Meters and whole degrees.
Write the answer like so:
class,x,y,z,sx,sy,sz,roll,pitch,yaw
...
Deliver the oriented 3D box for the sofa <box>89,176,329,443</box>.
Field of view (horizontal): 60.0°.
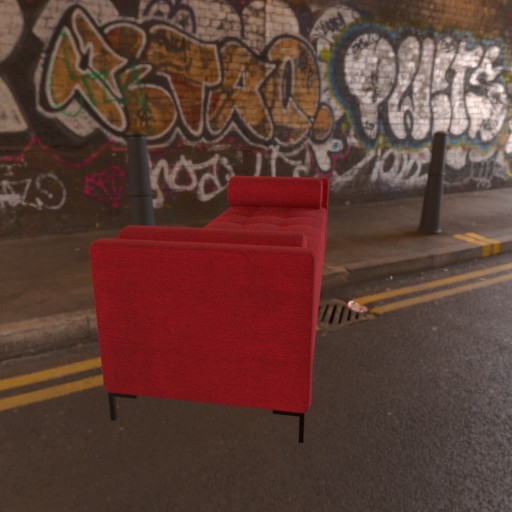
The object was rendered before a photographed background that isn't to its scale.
class,x,y,z,sx,sy,sz,roll,pitch,yaw
sofa,0.000,0.000,2.290,0.686,0.635,1.981,3,16,10
